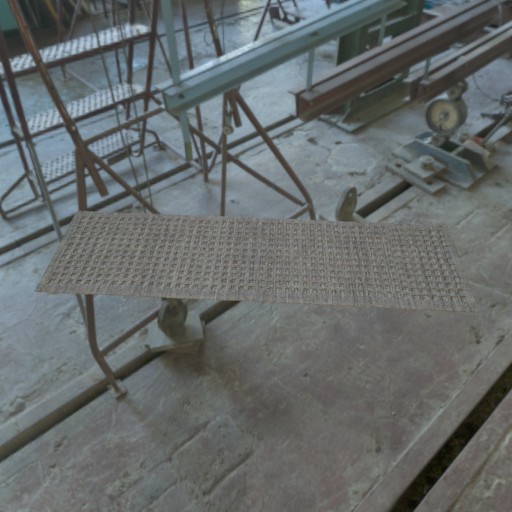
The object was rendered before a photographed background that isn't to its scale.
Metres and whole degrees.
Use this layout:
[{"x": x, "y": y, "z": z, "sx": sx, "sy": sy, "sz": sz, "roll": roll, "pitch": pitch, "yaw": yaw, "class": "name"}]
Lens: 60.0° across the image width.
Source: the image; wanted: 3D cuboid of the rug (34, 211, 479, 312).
[{"x": 0.000, "y": 0.000, "z": 2.670, "sx": 2.443, "sy": 0.009, "sz": 0.706, "roll": 2, "pitch": 45, "yaw": 2, "class": "rug"}]
